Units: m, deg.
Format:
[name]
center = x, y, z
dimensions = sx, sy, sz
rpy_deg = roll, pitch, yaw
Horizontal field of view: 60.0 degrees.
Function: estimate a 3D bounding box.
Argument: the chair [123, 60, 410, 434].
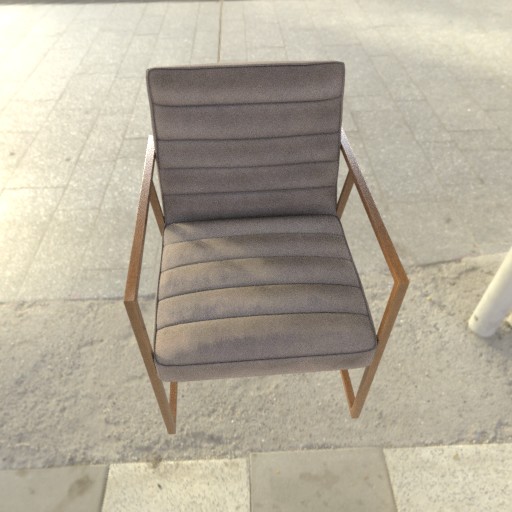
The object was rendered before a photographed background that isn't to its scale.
[chair]
center = 0.000, 0.000, 1.248
dimensions = 0.578, 0.843, 0.682
rpy_deg = -3, 46, -3
